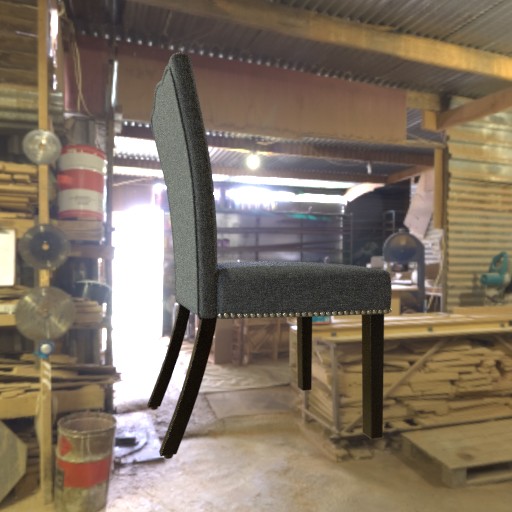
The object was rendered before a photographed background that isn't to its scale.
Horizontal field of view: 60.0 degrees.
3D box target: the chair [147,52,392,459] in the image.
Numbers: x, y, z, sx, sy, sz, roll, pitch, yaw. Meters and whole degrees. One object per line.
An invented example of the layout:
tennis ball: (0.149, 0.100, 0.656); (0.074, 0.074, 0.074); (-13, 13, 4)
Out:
chair: (0.000, 0.000, 1.292); (0.589, 0.946, 0.518); (0, 0, -18)
